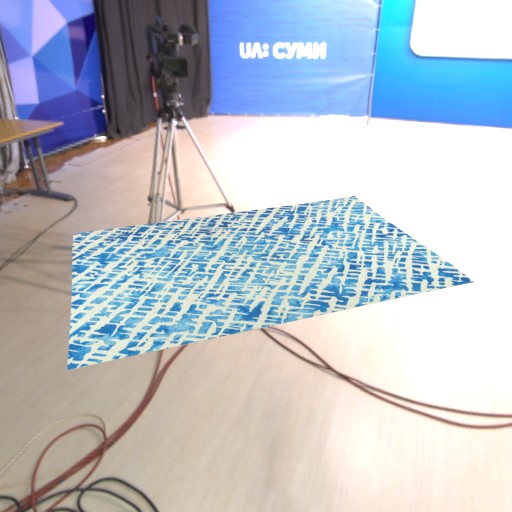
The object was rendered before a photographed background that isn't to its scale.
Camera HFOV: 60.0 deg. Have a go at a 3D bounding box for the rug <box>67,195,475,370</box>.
[{"bbox_3d":[0.000,0.000,3.113,2.447,0.011,1.520,-10,31,-16],"label":"rug"}]
